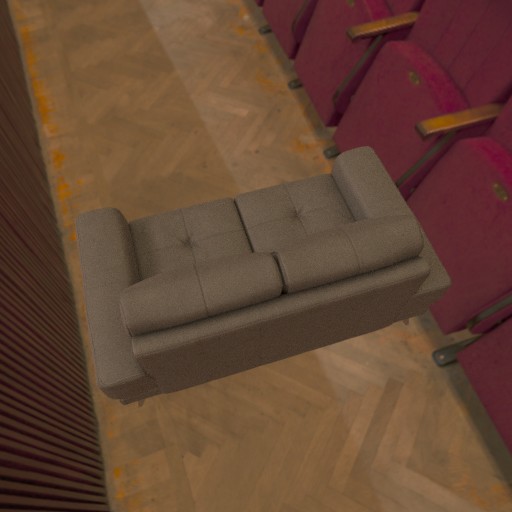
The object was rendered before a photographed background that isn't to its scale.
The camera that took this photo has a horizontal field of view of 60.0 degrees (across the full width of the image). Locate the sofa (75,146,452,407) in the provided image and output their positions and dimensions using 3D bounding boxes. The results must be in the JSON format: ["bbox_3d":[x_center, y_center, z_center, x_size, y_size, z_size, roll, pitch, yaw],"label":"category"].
[{"bbox_3d":[0.000,0.000,2.387,1.806,0.907,1.018,-15,60,-9],"label":"sofa"}]
